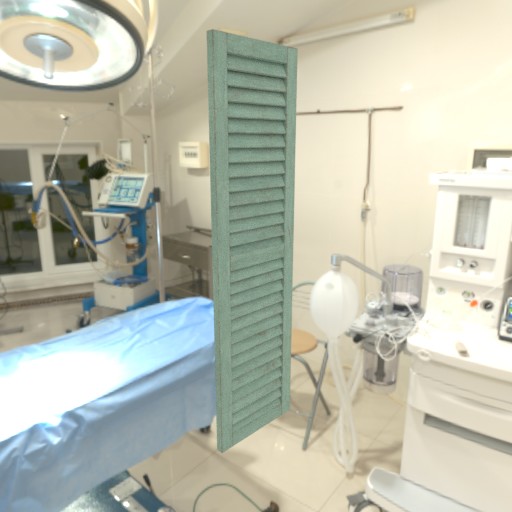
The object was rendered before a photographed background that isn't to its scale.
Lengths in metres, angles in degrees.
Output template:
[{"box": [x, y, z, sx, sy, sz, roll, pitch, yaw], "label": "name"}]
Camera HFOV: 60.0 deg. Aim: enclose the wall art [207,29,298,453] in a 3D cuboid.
[{"box": [0.000, 0.000, 1.366, 0.025, 1.219, 0.329, 14, 20, 43], "label": "wall art"}]
